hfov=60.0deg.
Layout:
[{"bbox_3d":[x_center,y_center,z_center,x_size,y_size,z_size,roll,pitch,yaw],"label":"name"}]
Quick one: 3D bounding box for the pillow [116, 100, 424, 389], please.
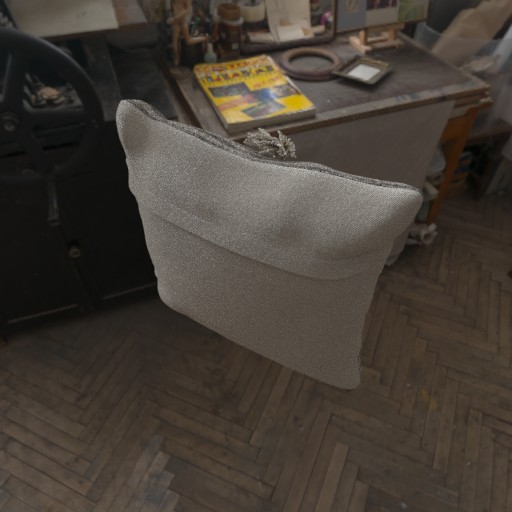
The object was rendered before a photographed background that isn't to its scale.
[{"bbox_3d":[0.000,0.000,0.796,0.484,0.490,0.234,23,51,20],"label":"pillow"}]
